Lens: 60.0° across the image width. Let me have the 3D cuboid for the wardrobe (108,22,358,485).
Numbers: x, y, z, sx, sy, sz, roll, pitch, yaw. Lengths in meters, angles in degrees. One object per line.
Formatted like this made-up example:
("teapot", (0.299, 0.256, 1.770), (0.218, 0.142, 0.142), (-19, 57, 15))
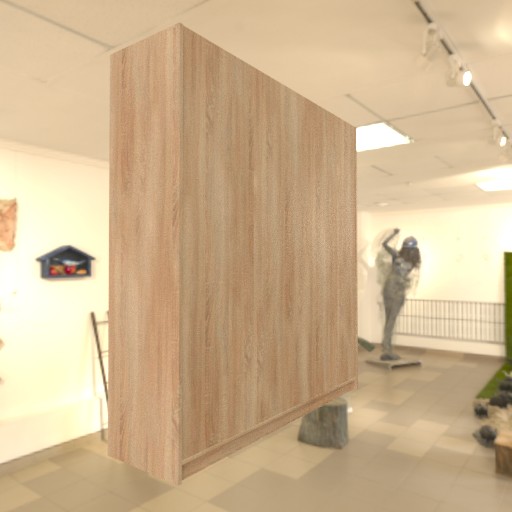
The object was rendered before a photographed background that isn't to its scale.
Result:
("wardrobe", (0.000, 0.000, 3.039), (0.598, 2.159, 1.998), (-1, -1, 37))
